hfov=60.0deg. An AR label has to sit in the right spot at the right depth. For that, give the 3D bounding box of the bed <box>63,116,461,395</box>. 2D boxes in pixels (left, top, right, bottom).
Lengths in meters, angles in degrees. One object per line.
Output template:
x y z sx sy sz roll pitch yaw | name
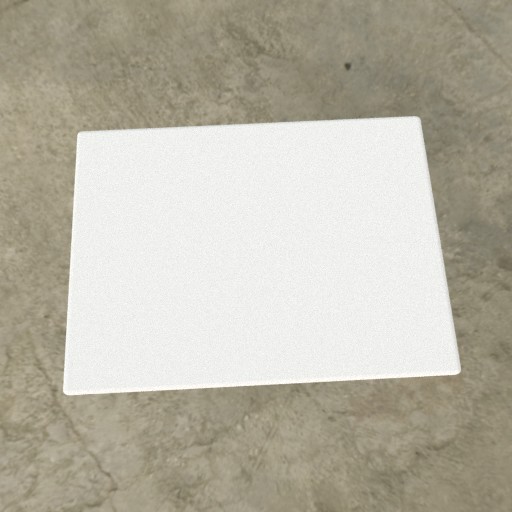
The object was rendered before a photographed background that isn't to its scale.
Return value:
0.000 0.000 2.726 2.050 0.593 1.529 -3 75 -1 | bed
